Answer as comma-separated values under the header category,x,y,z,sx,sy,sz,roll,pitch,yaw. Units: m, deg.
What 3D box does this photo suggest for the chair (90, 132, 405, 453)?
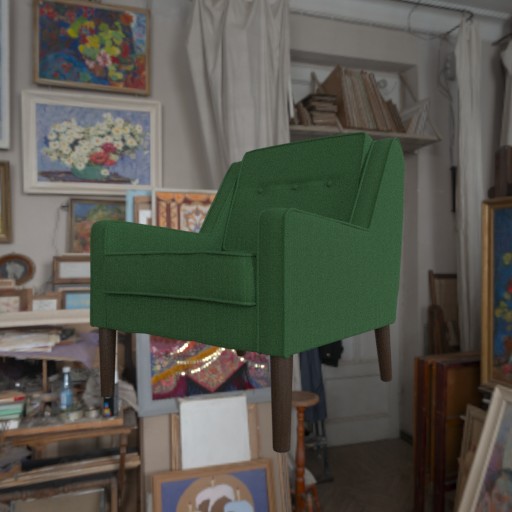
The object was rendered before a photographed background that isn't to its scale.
category,x,y,z,sx,sy,sz,roll,pitch,yaw
chair,0.000,0.000,1.326,0.663,0.792,0.743,0,0,36
